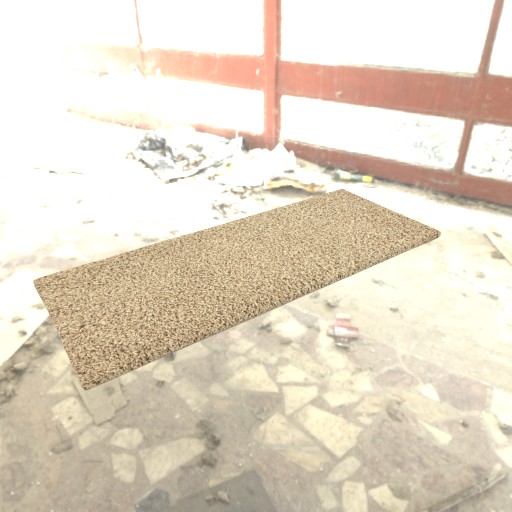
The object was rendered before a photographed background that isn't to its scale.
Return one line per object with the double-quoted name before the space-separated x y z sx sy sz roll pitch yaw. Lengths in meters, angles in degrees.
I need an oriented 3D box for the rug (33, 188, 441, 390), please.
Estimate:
"rug" 0.000 0.000 1.743 1.524 0.030 0.609 -19 36 -29
